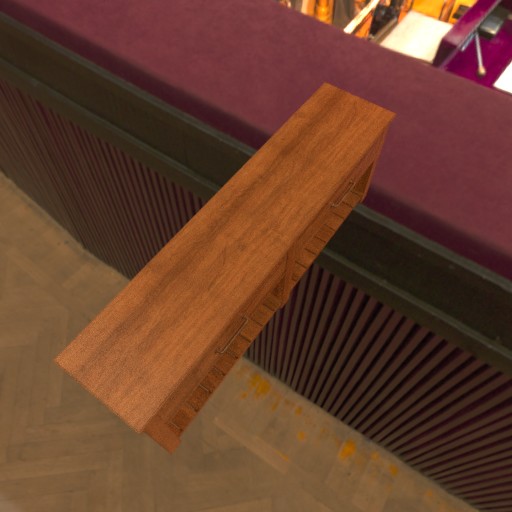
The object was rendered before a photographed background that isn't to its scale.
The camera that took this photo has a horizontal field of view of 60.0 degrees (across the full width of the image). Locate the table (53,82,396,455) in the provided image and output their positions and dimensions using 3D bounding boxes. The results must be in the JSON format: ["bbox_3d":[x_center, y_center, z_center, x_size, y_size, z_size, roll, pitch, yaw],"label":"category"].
[{"bbox_3d":[0.000,0.000,2.115,0.425,0.635,1.815,32,64,18],"label":"table"}]
